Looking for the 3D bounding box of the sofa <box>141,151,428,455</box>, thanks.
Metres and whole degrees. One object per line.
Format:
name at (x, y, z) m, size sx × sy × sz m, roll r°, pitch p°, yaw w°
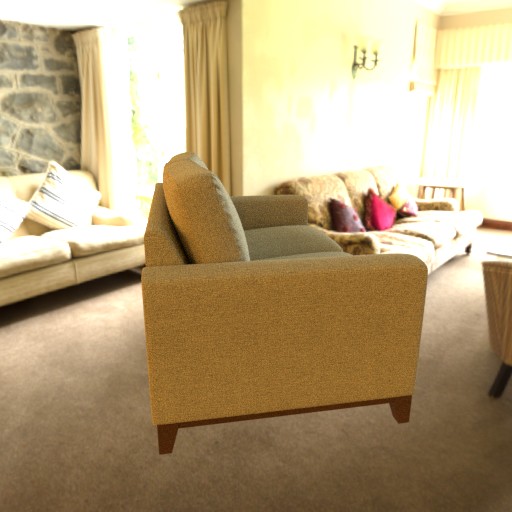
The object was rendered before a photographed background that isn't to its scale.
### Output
sofa at (0.000, 0.000, 2.019) m, size 0.917 × 0.873 × 1.420 m, roll -3°, pitch 17°, yaw -10°
